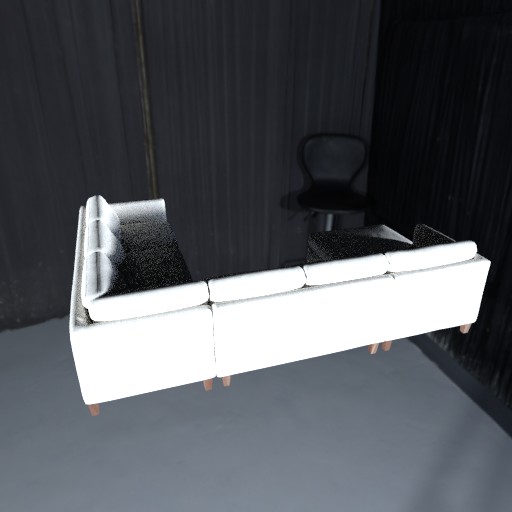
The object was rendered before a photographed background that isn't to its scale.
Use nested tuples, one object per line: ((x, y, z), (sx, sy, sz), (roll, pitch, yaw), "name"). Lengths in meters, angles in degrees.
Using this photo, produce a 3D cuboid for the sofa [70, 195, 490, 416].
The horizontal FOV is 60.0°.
((0.000, 0.000, 4.326), (3.238, 0.853, 2.551), (-8, 27, -16), "sofa")
